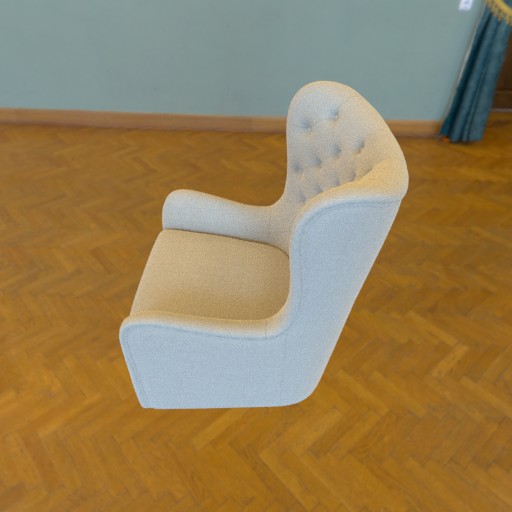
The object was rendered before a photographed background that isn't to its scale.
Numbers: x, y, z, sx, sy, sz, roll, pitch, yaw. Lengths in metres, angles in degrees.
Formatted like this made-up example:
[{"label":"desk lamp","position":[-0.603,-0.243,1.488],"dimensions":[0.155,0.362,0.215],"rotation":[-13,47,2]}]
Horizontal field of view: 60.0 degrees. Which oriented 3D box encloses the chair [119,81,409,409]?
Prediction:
[{"label":"chair","position":[0.000,0.000,1.719],"dimensions":[0.929,1.079,0.831],"rotation":[2,40,2]}]
